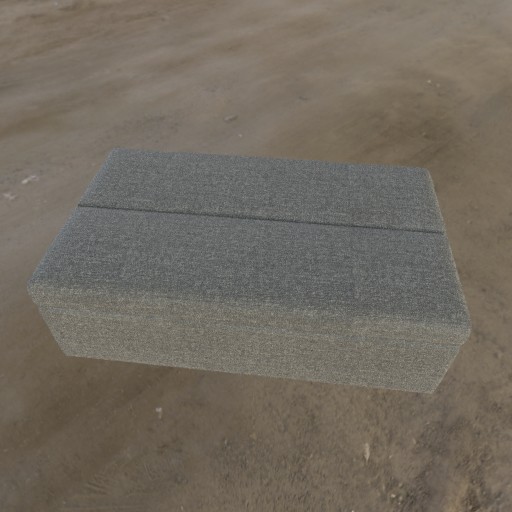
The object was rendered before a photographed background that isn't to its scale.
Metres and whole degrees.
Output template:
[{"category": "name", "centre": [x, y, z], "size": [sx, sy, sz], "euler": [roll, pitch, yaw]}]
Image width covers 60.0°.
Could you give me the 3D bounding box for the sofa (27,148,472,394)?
[{"category": "sofa", "centre": [0.000, 0.000, 1.569], "size": [1.198, 0.417, 0.782], "euler": [5, 45, 5]}]
